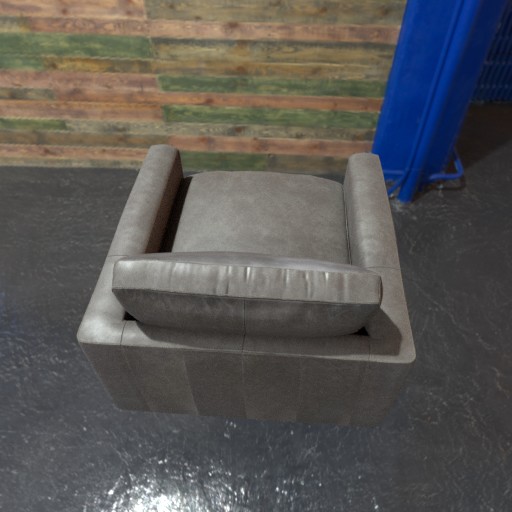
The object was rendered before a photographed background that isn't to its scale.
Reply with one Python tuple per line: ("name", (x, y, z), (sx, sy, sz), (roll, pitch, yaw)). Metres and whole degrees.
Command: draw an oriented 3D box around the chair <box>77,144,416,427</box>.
("chair", (0.000, 0.000, 1.824), (1.106, 0.807, 1.080), (3, 48, 3))
